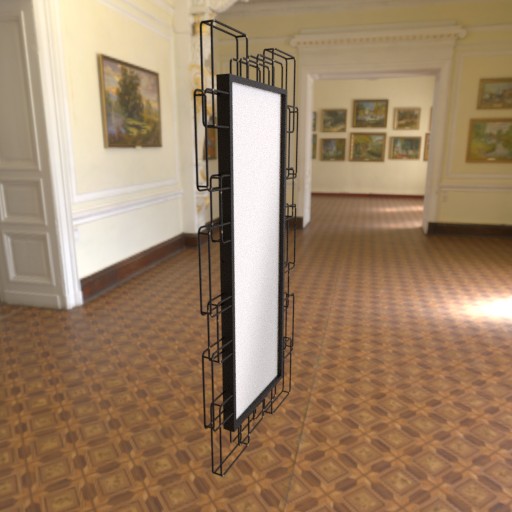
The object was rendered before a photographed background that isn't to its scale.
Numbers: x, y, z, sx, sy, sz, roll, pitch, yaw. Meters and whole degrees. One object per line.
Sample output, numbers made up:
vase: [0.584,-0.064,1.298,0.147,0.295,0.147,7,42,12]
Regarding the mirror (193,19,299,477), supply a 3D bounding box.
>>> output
mirror: [0.000,0.000,1.339,0.037,1.192,0.565,7,15,26]
